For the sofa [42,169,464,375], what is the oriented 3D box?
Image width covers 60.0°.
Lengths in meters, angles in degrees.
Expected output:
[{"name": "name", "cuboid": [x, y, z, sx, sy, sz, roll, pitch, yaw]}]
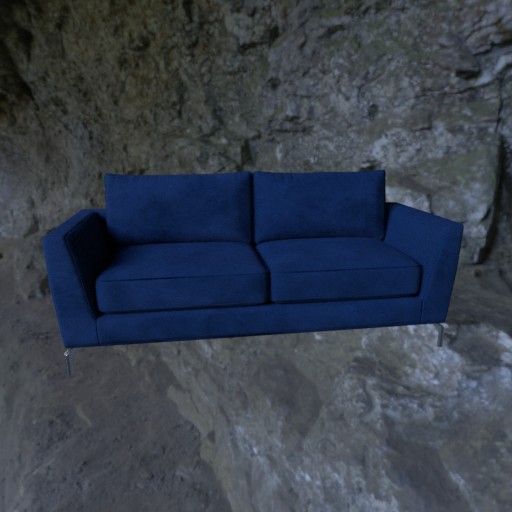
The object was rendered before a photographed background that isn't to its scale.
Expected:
[{"name": "sofa", "cuboid": [0.000, 0.000, 2.738, 2.212, 0.998, 0.853, -2, 16, -8]}]
